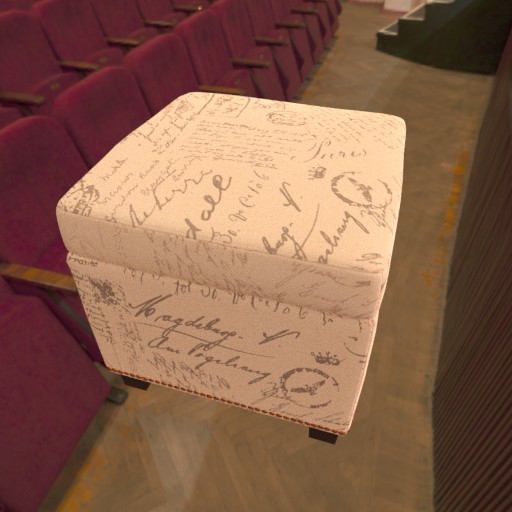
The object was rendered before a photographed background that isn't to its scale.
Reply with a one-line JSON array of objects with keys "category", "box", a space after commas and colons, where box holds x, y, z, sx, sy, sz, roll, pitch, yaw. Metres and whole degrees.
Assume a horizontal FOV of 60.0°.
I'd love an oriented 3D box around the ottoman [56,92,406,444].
[{"category": "ottoman", "box": [0.000, 0.000, 0.821, 0.450, 0.457, 0.449, 11, 42, 13]}]
